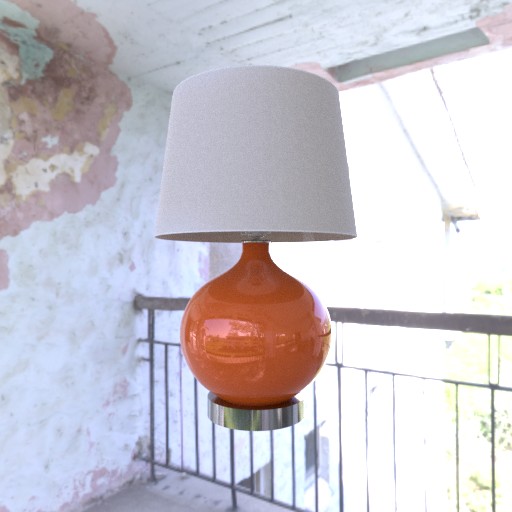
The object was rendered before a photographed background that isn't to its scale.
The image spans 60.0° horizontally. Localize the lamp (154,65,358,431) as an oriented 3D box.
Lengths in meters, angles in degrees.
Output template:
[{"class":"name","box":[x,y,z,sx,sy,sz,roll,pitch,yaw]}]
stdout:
[{"class":"lamp","box":[0.000,0.000,0.550,0.247,0.387,0.247,0,-1,0]}]
